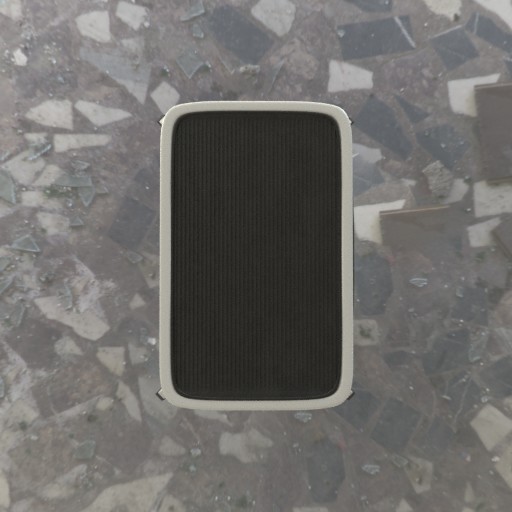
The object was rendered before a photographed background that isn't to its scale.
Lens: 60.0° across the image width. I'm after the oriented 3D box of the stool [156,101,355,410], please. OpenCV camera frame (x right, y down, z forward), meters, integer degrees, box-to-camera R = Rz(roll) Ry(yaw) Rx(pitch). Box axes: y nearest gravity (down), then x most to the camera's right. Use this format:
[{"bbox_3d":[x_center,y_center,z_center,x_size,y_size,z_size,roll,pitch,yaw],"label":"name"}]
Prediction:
[{"bbox_3d":[0.000,0.000,0.631,0.320,0.170,0.460,0,89,0],"label":"stool"}]
